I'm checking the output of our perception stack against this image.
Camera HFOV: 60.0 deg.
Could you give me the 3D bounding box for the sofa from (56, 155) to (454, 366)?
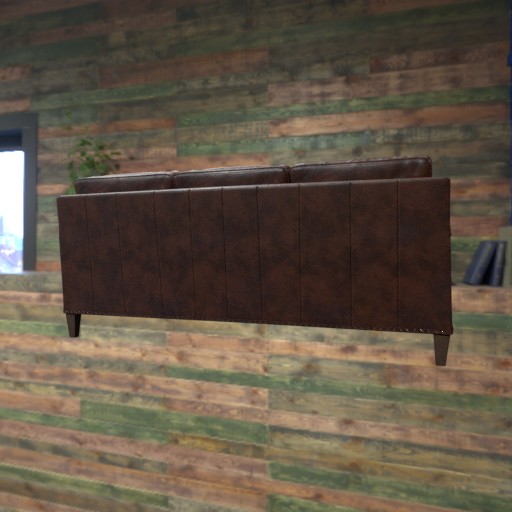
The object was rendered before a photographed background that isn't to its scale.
[{"bbox_3d":[0.000,0.000,2.791,2.240,1.003,1.084,0,1,19],"label":"sofa"}]
